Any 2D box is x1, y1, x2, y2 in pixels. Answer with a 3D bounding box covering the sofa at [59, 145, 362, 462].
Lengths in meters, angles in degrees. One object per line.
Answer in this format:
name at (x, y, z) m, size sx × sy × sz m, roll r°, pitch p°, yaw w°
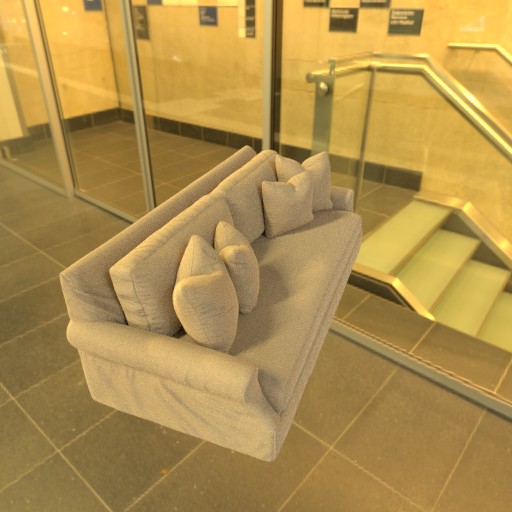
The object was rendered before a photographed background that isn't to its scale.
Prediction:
sofa at (0.000, 0.000, 2.835) m, size 1.067 × 0.904 × 2.285 m, roll 11°, pitch 32°, yaw 19°
